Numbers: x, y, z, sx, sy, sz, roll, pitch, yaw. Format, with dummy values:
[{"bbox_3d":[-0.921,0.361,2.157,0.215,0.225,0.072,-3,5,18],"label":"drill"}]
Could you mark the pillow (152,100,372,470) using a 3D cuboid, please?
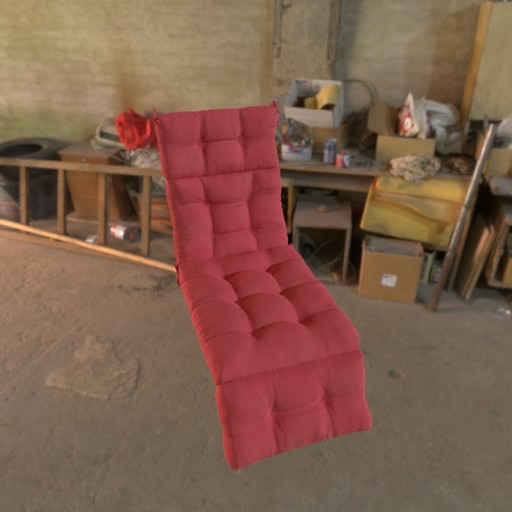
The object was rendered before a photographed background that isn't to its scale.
[{"bbox_3d":[0.000,0.000,1.564,0.526,0.863,1.016,-10,33,-16],"label":"pillow"}]
